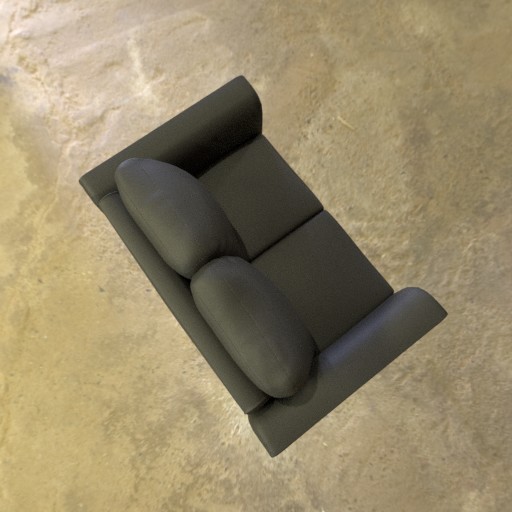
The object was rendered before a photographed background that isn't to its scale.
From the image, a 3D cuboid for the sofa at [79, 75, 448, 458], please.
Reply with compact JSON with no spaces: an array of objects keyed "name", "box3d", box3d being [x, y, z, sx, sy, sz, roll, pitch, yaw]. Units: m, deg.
[{"name":"sofa","box3d":[0.000,0.000,2.008,0.887,0.845,1.386,-36,78,-9]}]
